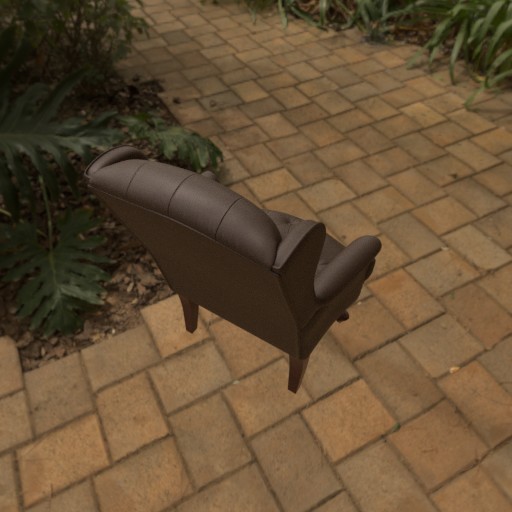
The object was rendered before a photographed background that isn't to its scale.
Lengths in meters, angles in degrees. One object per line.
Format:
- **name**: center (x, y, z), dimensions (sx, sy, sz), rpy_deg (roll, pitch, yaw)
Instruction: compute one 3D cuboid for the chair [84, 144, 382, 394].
- **chair**: center (0.000, 0.000, 1.732), dimensions (0.829, 1.132, 0.819), rpy_deg (25, 51, 22)
